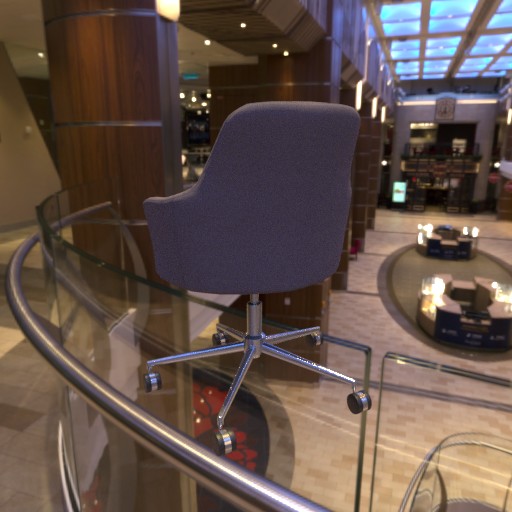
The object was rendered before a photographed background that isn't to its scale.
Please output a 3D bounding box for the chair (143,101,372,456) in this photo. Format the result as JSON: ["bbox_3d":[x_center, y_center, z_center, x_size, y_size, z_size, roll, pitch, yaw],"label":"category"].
[{"bbox_3d":[0.000,0.000,1.299,0.655,0.820,0.600,-7,16,-26],"label":"chair"}]
